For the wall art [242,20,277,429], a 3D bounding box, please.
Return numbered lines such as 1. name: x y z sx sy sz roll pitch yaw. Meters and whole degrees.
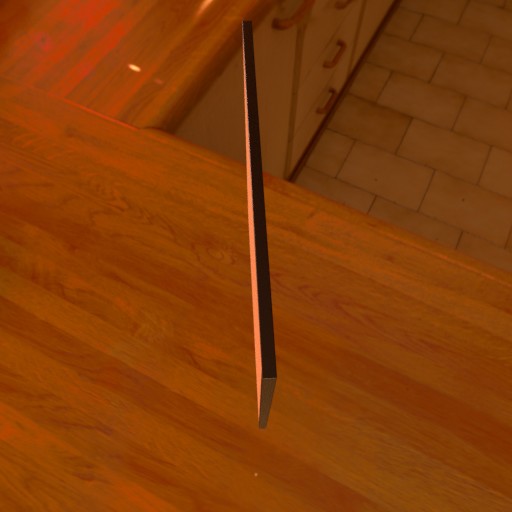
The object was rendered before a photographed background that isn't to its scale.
1. wall art: 0.000 0.000 0.681 0.012 0.458 0.457 -3 64 -1
